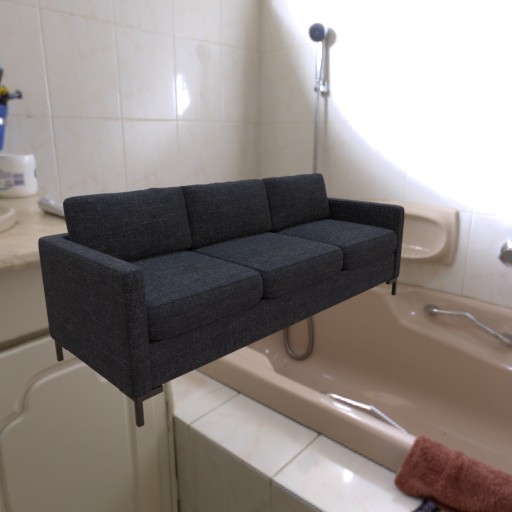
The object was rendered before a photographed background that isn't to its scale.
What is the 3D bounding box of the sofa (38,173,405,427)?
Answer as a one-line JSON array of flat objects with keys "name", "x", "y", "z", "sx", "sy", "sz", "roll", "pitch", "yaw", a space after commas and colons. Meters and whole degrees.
[{"name": "sofa", "x": 0.000, "y": 0.000, "z": 2.705, "sx": 0.859, "sy": 0.874, "sz": 2.218, "roll": 14, "pitch": 21, "yaw": 42}]
